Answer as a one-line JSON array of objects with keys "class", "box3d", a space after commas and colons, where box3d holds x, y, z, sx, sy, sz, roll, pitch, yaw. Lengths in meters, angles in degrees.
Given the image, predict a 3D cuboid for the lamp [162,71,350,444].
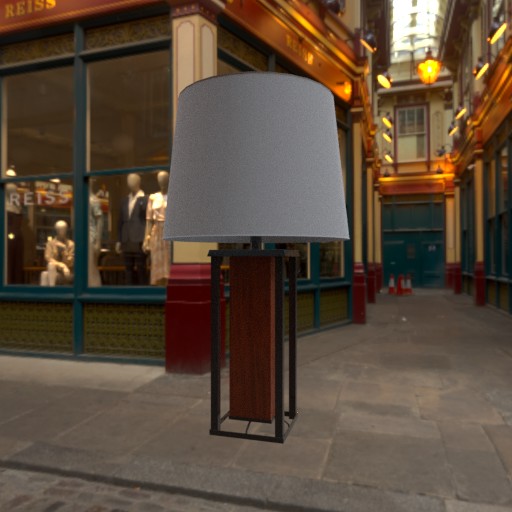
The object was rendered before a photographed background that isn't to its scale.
[{"class": "lamp", "box3d": [0.000, 0.000, 0.773, 0.320, 0.591, 0.320, 0, 0, 0]}]
